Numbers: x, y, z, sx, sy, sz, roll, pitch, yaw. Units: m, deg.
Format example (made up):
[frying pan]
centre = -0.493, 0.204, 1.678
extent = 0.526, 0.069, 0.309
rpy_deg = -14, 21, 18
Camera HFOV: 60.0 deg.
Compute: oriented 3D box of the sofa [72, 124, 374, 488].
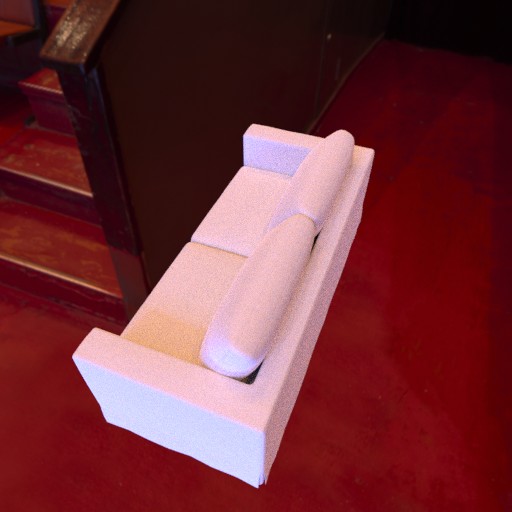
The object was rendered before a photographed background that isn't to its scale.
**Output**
[sofa]
centre = 0.000, 0.000, 2.685
extent = 0.954, 0.881, 2.163
rpy_deg = 16, 49, 15
